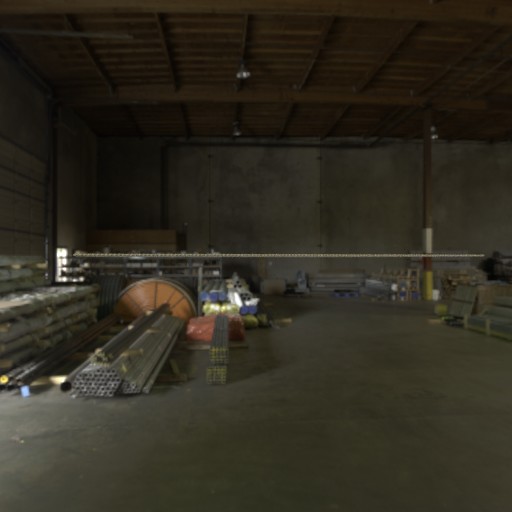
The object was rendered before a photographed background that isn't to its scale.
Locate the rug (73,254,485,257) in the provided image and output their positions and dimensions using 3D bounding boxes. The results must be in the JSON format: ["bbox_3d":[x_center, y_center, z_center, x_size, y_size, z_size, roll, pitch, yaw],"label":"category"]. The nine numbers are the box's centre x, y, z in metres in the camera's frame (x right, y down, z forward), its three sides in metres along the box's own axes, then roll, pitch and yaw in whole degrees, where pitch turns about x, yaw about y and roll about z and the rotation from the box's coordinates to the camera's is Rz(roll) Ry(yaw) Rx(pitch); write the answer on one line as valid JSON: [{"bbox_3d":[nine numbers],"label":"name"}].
[{"bbox_3d":[0.000,0.000,4.200,3.048,0.013,2.438,0,0,-18],"label":"rug"}]
